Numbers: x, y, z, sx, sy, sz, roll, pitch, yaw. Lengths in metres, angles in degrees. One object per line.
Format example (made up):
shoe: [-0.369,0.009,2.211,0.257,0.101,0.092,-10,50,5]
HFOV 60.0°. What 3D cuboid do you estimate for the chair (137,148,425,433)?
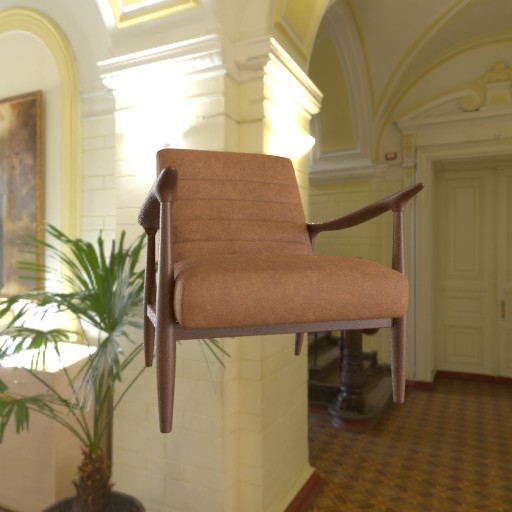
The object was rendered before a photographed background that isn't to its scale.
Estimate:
chair: [0.000,0.000,1.436,0.741,0.832,0.798,0,0,-19]
